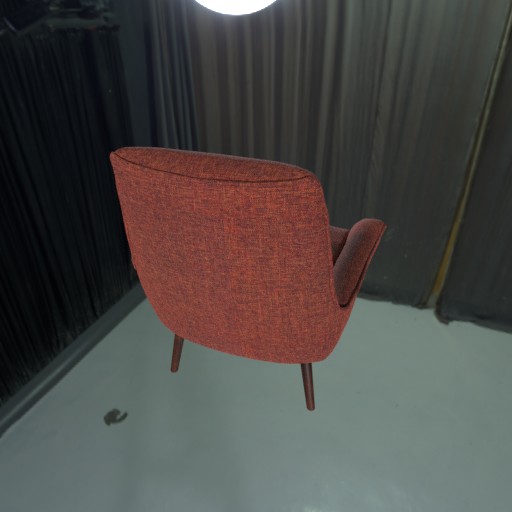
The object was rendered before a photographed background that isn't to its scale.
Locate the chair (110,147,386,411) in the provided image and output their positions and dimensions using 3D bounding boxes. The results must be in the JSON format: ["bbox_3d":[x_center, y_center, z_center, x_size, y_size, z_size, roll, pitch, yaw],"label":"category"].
[{"bbox_3d":[0.000,0.000,1.521,0.803,0.911,0.784,10,33,16],"label":"chair"}]
